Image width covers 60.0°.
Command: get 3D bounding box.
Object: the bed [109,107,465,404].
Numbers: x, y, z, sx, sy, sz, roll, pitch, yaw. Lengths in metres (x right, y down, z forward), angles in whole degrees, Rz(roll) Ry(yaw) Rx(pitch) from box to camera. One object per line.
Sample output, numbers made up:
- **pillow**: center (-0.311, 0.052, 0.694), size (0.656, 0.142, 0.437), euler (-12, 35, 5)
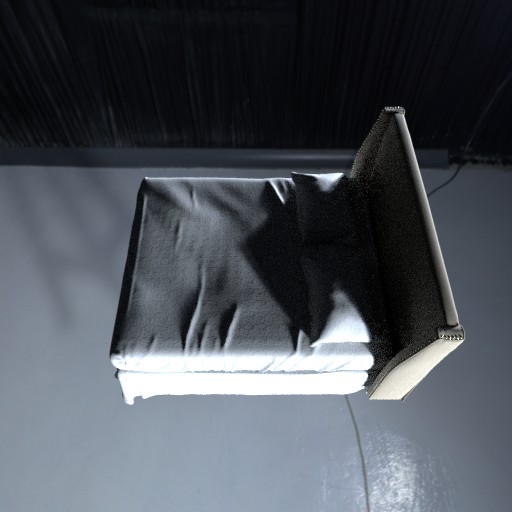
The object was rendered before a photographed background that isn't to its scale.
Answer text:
- **bed**: center (0.000, 0.000, 3.426), size (2.276, 1.332, 1.925), euler (0, 57, 0)
